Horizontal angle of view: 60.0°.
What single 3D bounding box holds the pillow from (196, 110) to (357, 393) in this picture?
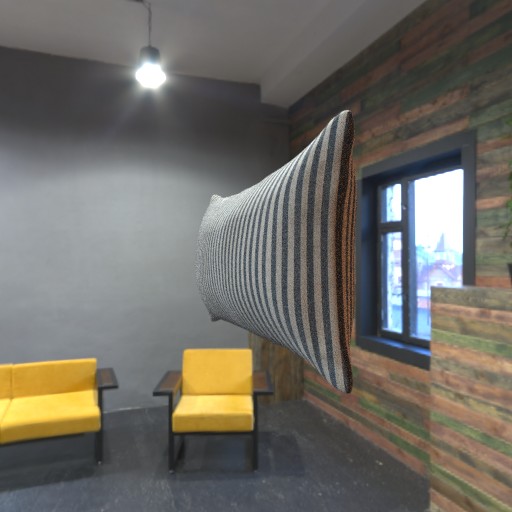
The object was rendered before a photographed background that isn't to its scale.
[{"bbox_3d":[0.000,0.000,0.745,0.151,0.295,0.617,0,-1,-19],"label":"pillow"}]
